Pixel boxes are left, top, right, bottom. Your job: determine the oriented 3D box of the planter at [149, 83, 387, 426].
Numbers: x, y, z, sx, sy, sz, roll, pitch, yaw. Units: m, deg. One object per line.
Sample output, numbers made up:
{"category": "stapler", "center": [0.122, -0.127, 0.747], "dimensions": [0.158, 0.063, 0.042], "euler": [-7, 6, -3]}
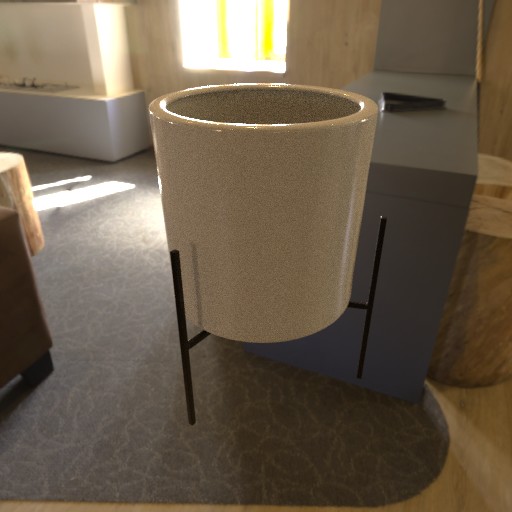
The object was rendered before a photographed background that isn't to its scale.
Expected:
{"category": "planter", "center": [0.000, 0.000, 0.646], "dimensions": [0.307, 0.431, 0.308], "euler": [21, 36, 33]}
